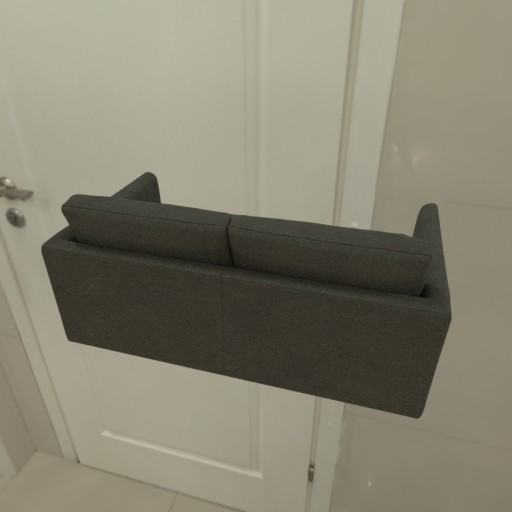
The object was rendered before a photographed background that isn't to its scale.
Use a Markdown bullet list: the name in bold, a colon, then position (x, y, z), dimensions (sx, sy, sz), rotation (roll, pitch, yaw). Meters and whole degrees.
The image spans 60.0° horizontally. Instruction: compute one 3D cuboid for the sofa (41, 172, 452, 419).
- **sofa**: position (0.000, 0.000, 2.482), dimensions (1.909, 0.845, 1.091), rotation (9, 32, 14)
